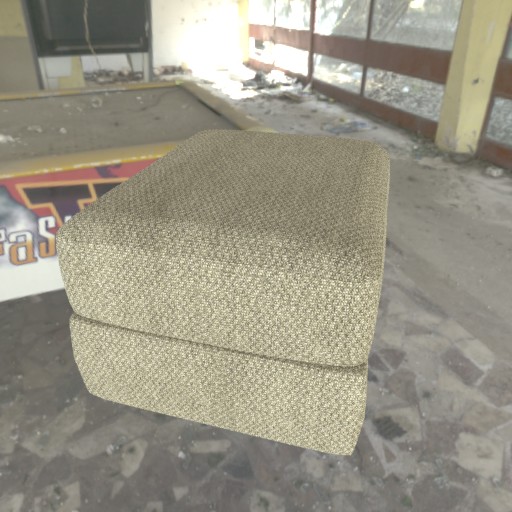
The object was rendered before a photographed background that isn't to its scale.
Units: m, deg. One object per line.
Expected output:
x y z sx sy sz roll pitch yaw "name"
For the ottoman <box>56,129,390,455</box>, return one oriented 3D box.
0.000 0.000 1.111 0.603 0.476 0.751 8 31 14 "ottoman"
